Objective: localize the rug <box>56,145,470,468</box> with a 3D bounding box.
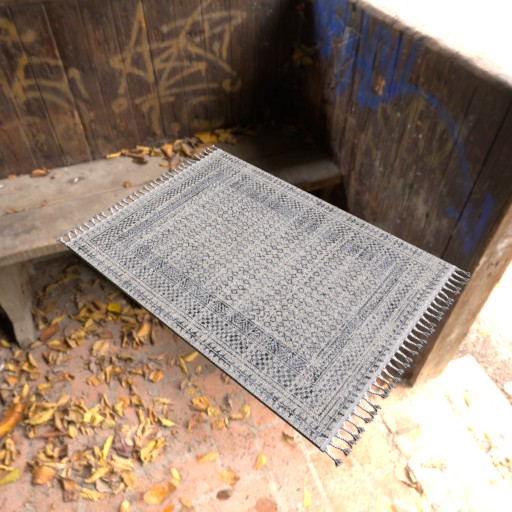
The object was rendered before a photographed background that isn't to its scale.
[{"bbox_3d":[0.000,0.000,2.351,1.872,0.013,1.243,32,54,26],"label":"rug"}]
